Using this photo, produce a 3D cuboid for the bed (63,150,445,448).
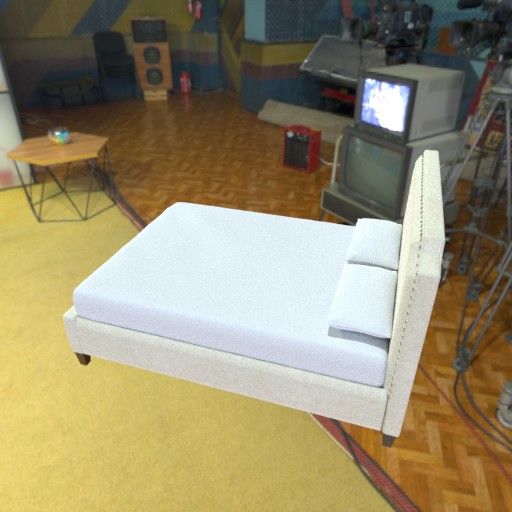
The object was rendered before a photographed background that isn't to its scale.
[{"bbox_3d":[0.000,0.000,3.392,2.381,1.457,1.713,10,32,16],"label":"bed"}]
